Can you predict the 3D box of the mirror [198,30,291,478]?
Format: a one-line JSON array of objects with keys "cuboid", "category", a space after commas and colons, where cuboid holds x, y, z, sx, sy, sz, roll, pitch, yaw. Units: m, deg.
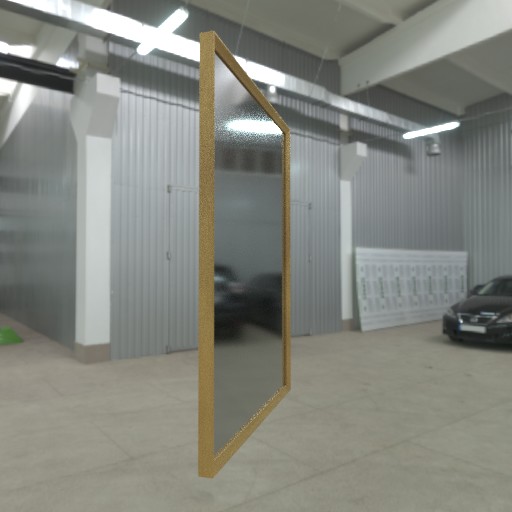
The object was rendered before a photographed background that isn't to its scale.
[{"cuboid": [0.000, 0.000, 1.373, 0.041, 1.016, 0.762, 0, -2, 18], "category": "mirror"}]
